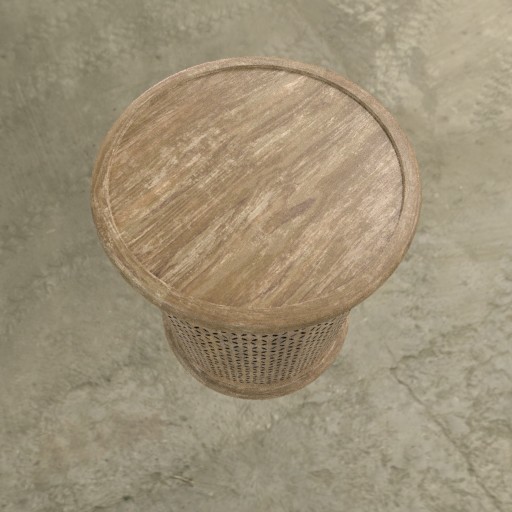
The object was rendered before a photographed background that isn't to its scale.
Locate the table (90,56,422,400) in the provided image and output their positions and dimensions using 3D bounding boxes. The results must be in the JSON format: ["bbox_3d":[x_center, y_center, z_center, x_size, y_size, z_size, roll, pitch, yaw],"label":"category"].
[{"bbox_3d":[0.000,0.000,0.758,0.407,0.482,0.407,0,64,0],"label":"table"}]
